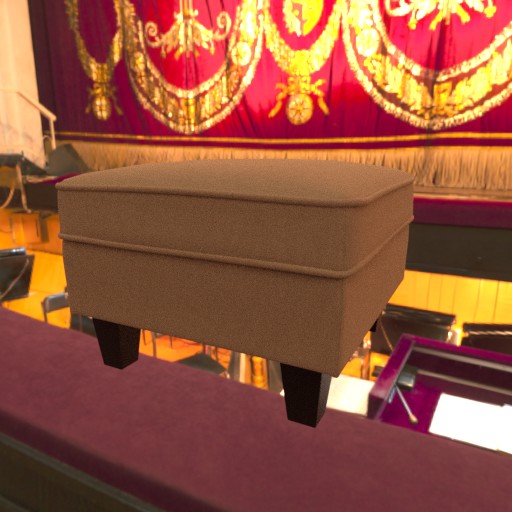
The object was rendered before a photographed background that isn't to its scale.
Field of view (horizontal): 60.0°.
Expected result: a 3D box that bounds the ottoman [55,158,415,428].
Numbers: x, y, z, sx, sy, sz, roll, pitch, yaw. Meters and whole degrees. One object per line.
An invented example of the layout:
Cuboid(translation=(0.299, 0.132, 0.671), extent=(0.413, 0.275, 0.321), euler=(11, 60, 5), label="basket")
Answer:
Cuboid(translation=(0.000, 0.000, 1.027), extent=(0.616, 0.438, 0.613), euler=(7, 16, 27), label="ottoman")
